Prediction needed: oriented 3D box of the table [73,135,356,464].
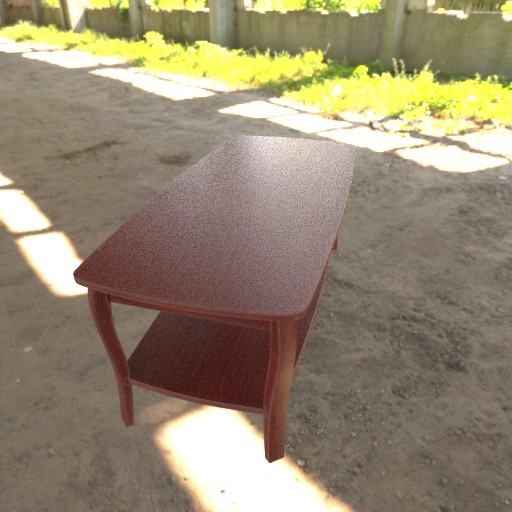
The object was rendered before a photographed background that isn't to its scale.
[{"bbox_3d":[0.000,0.000,1.489,0.561,0.473,1.216,8,31,14],"label":"table"}]
